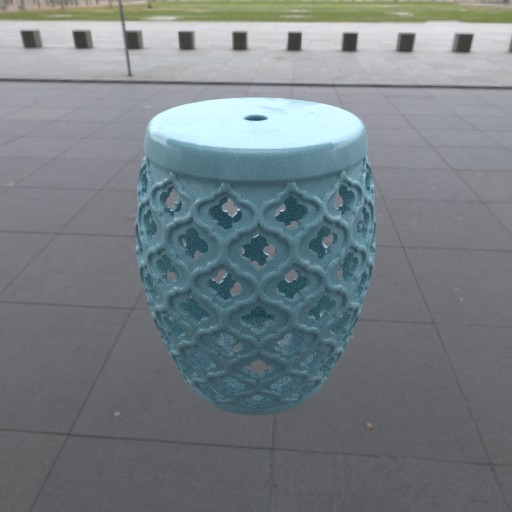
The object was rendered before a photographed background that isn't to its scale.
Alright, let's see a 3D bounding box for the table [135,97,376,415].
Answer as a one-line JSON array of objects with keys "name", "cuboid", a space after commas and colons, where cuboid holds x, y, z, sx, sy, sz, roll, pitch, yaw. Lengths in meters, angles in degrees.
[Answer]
[{"name": "table", "cuboid": [0.000, 0.000, 0.634, 0.325, 0.388, 0.325, 0, 31, 0]}]
